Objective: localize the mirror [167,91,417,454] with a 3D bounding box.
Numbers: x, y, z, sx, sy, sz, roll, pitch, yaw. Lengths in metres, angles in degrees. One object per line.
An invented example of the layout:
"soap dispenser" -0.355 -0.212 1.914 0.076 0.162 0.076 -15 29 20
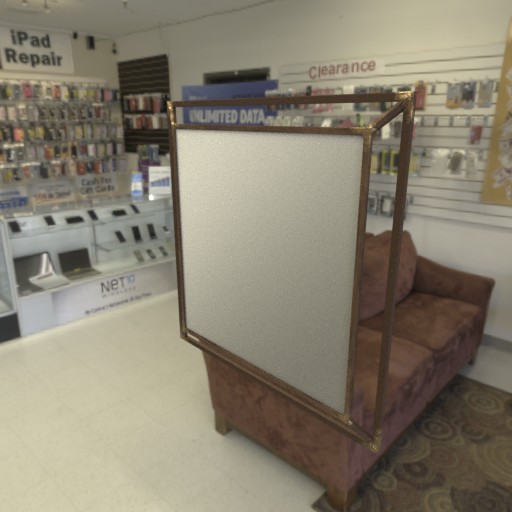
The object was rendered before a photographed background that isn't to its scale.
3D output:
"mirror" 0.000 0.000 0.906 0.032 0.610 0.610 -16 24 -42
